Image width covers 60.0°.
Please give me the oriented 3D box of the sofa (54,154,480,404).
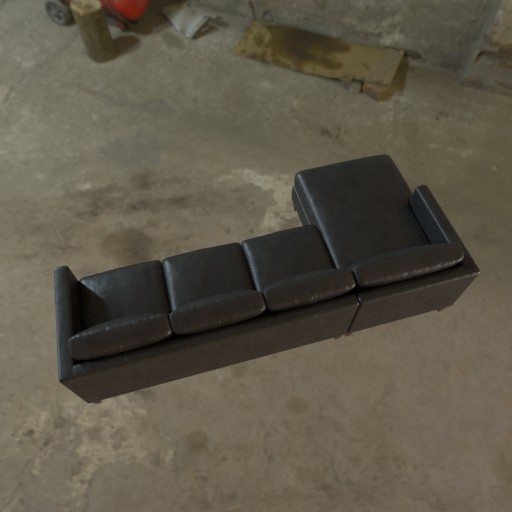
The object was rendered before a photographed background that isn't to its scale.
[{"bbox_3d":[0.000,0.000,3.860,3.203,0.883,1.581,-13,59,-8],"label":"sofa"}]
